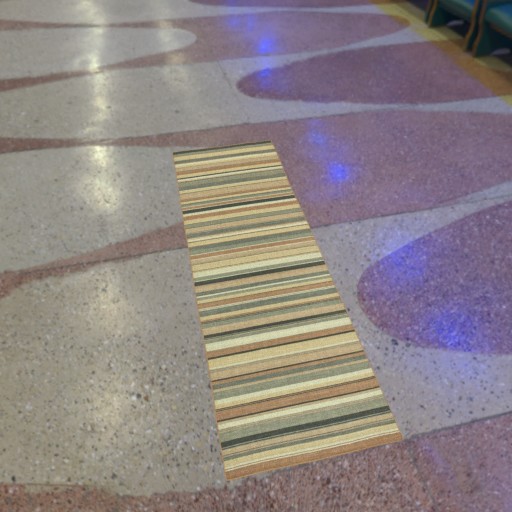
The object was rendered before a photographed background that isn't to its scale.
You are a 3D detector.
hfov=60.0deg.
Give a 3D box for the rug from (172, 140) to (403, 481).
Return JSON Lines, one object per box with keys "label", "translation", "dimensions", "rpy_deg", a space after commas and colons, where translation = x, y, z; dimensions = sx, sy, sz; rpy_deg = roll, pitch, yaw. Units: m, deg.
{"label": "rug", "translation": [0.000, 0.000, 2.706], "dimensions": [0.799, 0.010, 2.444], "rpy_deg": [-9, 48, -9]}
